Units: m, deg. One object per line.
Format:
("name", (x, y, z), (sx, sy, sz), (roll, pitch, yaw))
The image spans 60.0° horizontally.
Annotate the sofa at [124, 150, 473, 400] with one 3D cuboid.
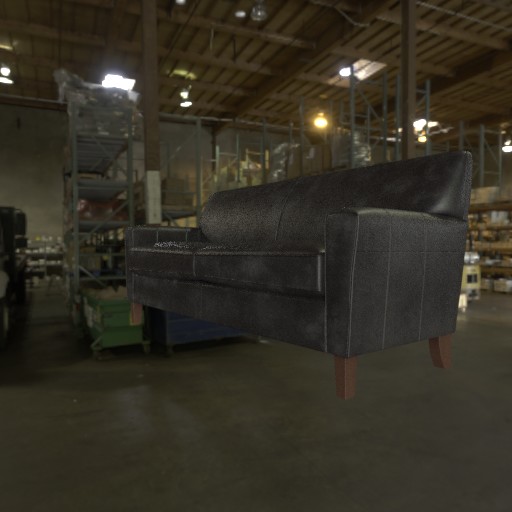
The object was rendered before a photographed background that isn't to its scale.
("sofa", (0.000, 0.000, 2.482), (0.805, 0.947, 2.053), (-1, 2, -38))
